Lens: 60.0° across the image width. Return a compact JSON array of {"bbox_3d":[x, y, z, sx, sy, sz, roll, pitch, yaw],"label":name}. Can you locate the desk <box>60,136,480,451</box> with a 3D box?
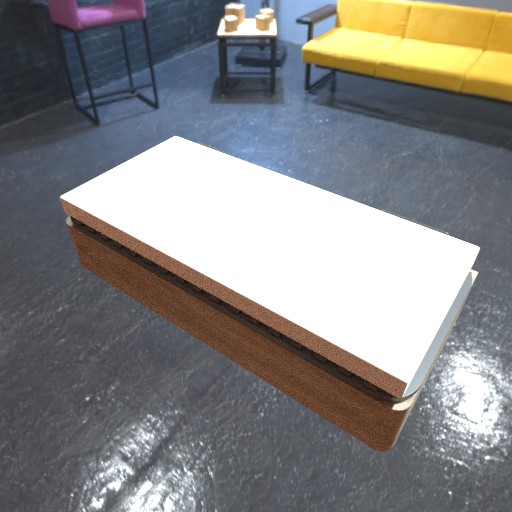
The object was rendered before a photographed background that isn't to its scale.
[{"bbox_3d":[0.000,0.000,2.246,1.900,0.455,0.900,26,47,26],"label":"desk"}]
